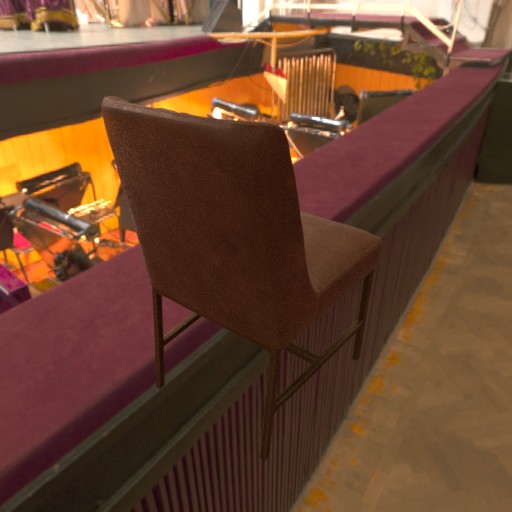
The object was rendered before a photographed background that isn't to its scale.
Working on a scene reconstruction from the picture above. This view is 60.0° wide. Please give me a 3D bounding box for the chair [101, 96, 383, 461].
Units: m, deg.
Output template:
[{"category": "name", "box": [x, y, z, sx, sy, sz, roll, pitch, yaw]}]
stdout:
[{"category": "chair", "box": [0.000, 0.000, 1.228, 0.508, 0.889, 0.587, 21, 37, 32]}]
